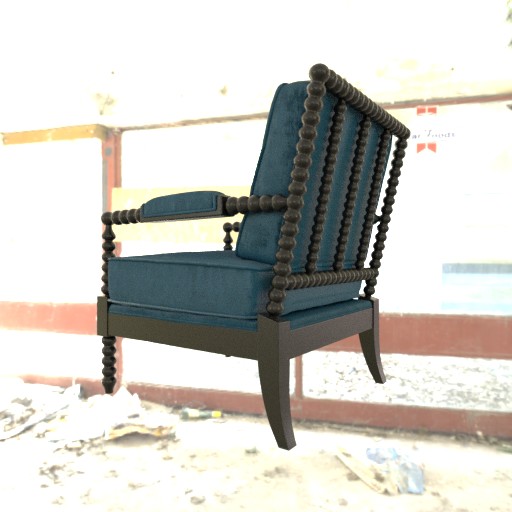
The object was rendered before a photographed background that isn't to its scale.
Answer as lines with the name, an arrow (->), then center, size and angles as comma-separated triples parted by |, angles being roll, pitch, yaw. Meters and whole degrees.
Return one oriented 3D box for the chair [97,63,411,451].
chair -> 0.000, 0.000, 1.424 | 0.805, 0.857, 0.688 | 0, 1, 35
